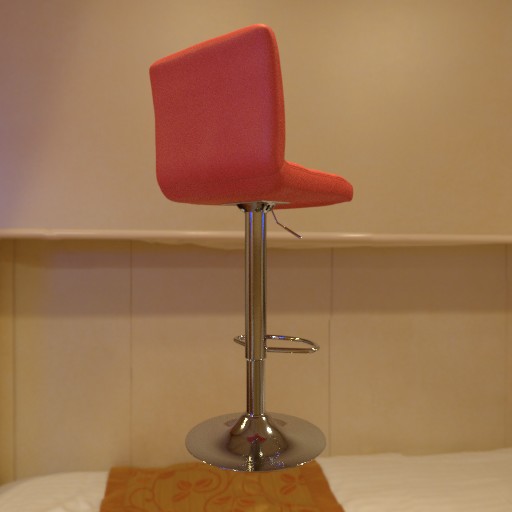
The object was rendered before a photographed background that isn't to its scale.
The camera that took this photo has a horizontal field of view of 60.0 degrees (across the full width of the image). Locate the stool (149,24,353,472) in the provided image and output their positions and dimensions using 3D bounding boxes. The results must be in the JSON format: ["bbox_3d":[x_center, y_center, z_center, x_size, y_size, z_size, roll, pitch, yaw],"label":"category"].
[{"bbox_3d":[0.000,0.000,1.344,0.430,1.115,0.505,0,1,36],"label":"stool"}]
